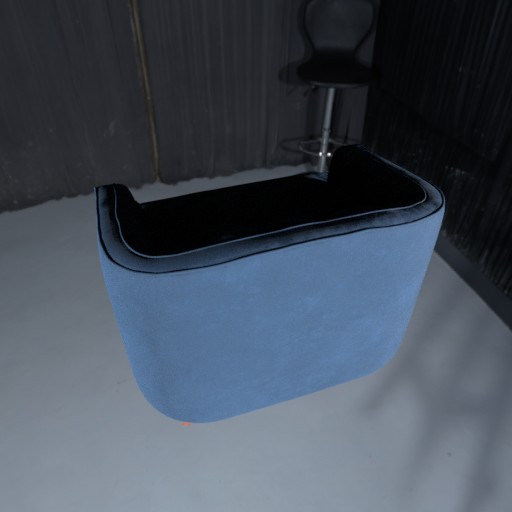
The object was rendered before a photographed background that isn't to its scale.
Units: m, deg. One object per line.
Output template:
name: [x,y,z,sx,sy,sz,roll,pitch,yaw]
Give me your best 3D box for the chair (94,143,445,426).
chair: [0.000,0.000,1.727,1.094,0.852,0.940,-12,42,-14]
